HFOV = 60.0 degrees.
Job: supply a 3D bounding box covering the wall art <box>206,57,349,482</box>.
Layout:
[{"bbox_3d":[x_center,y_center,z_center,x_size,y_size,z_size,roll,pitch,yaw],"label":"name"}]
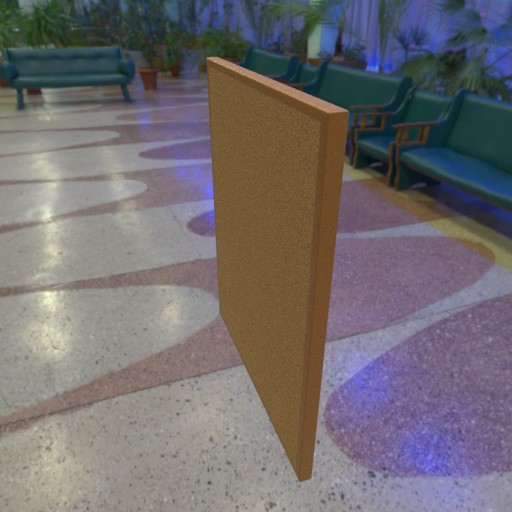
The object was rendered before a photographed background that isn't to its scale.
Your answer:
[{"bbox_3d":[0.000,0.000,0.727,0.022,0.553,0.452,-10,32,-17],"label":"wall art"}]
